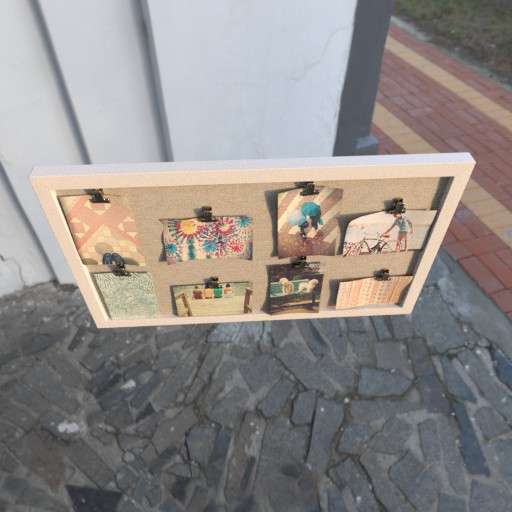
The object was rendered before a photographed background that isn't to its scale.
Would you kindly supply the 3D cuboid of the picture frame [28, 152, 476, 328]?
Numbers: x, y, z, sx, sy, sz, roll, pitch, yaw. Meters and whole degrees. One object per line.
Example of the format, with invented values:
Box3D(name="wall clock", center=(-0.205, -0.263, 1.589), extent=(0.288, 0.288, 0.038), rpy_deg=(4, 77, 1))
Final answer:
Box3D(name="picture frame", center=(0.000, 0.000, 0.781), extent=(0.647, 0.379, 0.044), rpy_deg=(-2, 47, -2))
